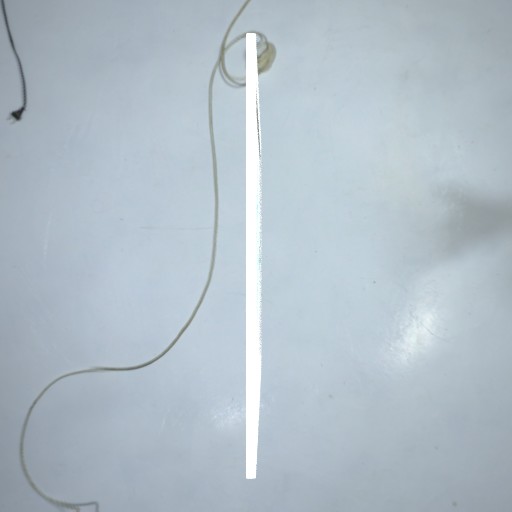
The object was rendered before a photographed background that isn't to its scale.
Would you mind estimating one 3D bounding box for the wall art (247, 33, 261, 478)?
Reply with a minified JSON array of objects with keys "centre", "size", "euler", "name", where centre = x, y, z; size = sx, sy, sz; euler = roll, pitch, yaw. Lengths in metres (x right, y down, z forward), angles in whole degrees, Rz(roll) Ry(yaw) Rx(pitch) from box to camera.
[{"centre":[0.000,0.000,0.872],"size":[0.013,0.584,0.584],"euler":[0,90,1],"name":"wall art"}]
